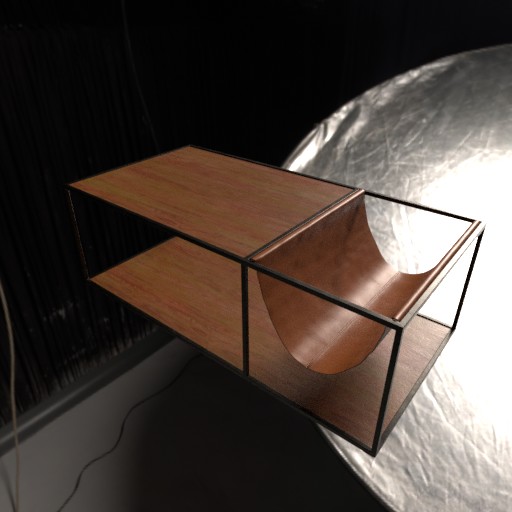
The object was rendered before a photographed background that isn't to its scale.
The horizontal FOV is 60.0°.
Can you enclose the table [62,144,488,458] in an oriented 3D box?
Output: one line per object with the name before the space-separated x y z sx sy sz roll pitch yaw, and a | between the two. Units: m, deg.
table | 0.000 0.000 1.473 1.199 0.403 0.597 22 37 33
